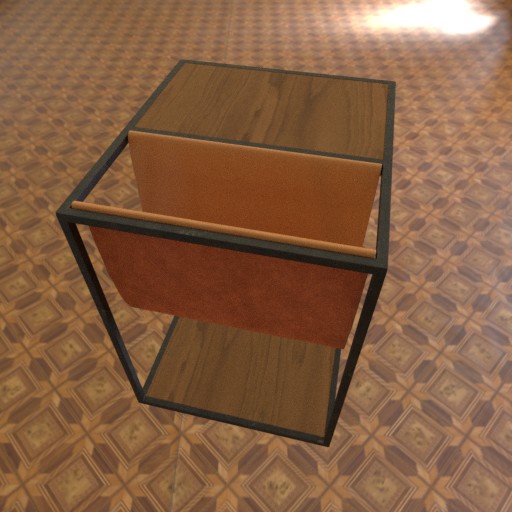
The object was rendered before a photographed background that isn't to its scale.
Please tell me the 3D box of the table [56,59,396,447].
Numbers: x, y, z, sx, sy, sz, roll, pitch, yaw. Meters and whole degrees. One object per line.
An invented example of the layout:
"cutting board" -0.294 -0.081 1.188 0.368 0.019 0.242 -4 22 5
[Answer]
"table" 0.000 0.000 0.852 0.399 0.536 0.450 10 48 9
